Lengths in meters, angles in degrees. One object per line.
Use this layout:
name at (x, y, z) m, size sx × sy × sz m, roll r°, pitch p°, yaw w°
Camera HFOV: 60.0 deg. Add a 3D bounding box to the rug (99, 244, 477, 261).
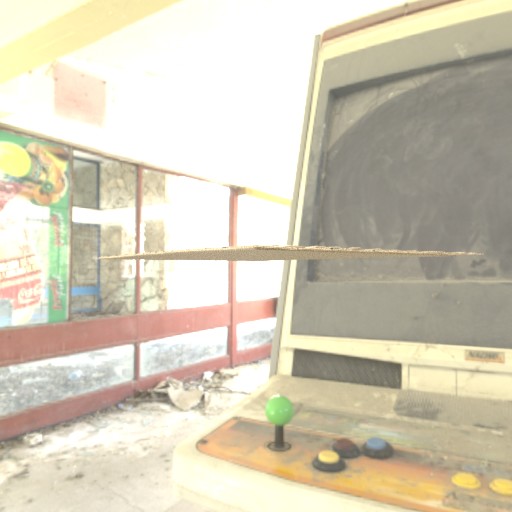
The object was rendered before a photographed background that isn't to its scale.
rug at (0.000, 0.000, 3.302) m, size 1.664 × 0.029 × 2.615 m, roll 1°, pitch -2°, yaw -36°
